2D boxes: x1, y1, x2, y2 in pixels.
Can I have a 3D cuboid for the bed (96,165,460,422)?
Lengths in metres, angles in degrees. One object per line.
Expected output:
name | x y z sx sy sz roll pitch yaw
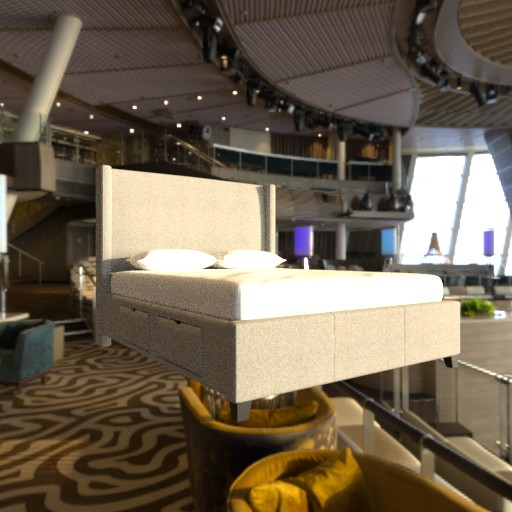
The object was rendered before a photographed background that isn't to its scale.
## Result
bed | 0.000 0.000 3.340 1.774 1.491 2.222 0 0 -35
